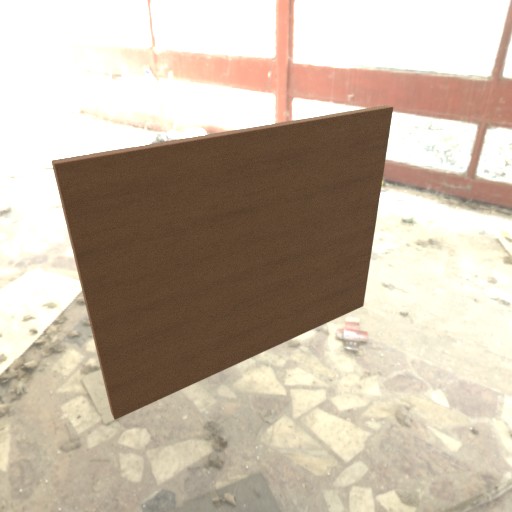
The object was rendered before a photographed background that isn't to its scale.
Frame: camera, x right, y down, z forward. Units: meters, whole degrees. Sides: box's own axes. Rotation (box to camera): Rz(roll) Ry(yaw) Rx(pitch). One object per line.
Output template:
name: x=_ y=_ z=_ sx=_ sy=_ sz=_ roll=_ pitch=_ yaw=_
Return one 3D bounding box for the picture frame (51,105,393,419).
picture frame: x=0.000 y=0.000 z=1.781 sx=1.329 sy=1.018 sz=0.045 roll=-18 pitch=35 yaw=-28
